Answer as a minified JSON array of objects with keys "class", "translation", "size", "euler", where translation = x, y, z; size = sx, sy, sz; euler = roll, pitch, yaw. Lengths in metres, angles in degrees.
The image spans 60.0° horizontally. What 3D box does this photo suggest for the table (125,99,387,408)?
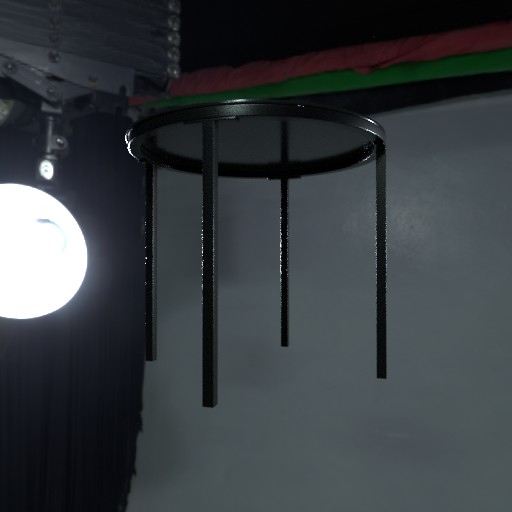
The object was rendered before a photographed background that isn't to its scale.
[{"class":"table","translation":[0.000,0.000,0.881],"size":[0.499,0.443,0.499],"euler":[0,-1,0]}]
